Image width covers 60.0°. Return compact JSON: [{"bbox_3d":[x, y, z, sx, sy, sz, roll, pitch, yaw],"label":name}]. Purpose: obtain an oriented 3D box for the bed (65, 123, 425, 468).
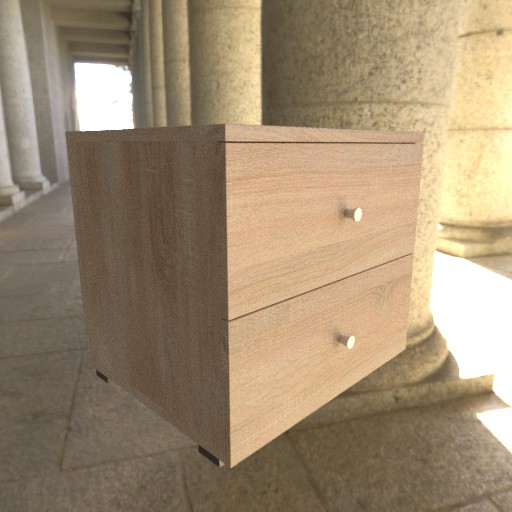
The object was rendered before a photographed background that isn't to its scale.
[{"bbox_3d":[0.000,0.000,0.779,0.401,0.420,0.460,13,19,43],"label":"bed"}]
